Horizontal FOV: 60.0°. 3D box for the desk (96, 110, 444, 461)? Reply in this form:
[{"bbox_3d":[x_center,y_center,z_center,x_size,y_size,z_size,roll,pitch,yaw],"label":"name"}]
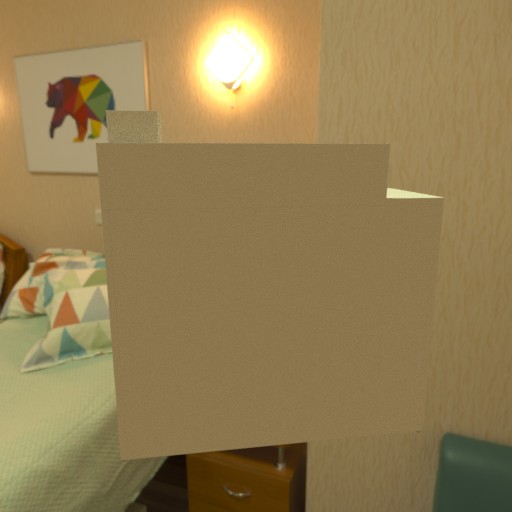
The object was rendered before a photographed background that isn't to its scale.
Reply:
[{"bbox_3d":[0.000,0.000,1.703,0.940,0.986,0.940,-2,13,-8],"label":"desk"}]
